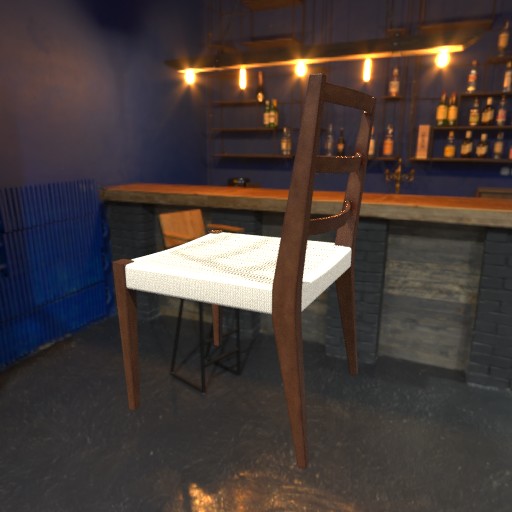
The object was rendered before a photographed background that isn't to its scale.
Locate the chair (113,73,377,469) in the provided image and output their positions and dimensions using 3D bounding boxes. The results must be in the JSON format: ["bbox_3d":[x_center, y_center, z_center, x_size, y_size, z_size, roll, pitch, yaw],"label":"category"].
[{"bbox_3d":[0.000,0.000,1.177,0.551,0.813,0.480,7,15,25],"label":"chair"}]
